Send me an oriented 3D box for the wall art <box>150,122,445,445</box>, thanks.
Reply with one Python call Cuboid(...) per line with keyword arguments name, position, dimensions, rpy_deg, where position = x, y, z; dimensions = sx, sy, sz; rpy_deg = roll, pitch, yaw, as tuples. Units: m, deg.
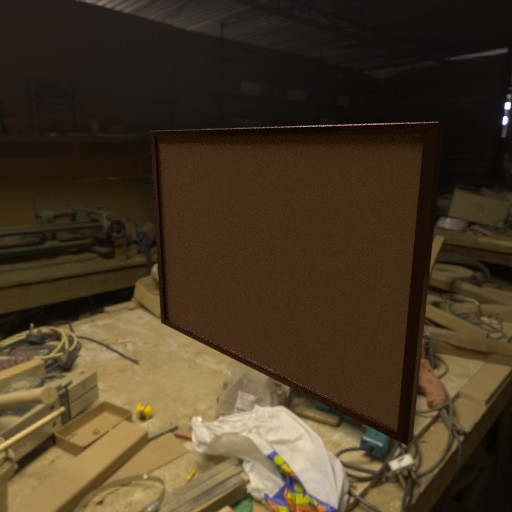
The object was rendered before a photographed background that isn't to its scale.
Cuboid(name="wall art", position=(0.000, 0.000, 0.548), dimensions=(0.012, 0.304, 0.431), rpy_deg=(-14, 20, -43))
